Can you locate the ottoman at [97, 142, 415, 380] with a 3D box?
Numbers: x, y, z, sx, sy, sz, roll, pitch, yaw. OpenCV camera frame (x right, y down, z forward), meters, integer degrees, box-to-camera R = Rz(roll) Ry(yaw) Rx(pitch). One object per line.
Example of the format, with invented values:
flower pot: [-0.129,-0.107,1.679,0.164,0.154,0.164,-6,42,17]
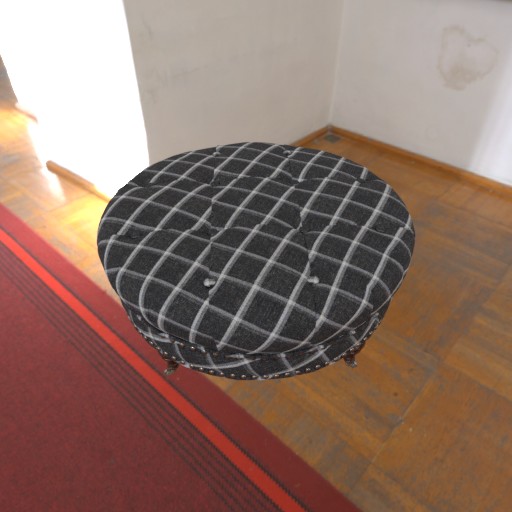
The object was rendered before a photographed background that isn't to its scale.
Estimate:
ottoman: [0.000,0.000,1.395,0.901,0.439,0.901,0,41,0]
